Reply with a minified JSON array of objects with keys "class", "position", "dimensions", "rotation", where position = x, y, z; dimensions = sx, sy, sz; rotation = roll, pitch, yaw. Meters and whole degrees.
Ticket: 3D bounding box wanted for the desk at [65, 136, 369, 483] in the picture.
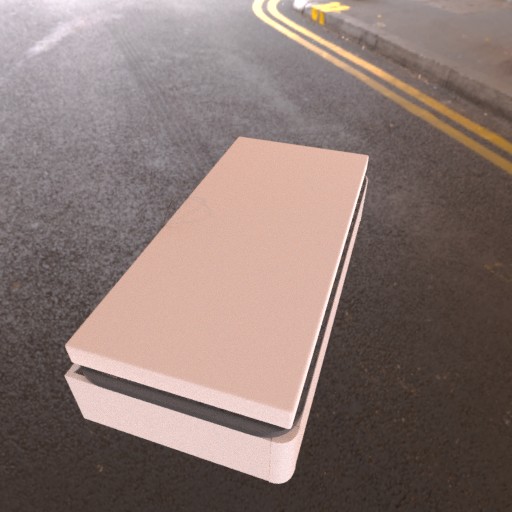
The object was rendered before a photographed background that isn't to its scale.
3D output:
[{"class":"desk","position":[0.000,0.000,2.289],"dimensions":[0.900,0.526,1.900],"rotation":[12,41,14]}]
